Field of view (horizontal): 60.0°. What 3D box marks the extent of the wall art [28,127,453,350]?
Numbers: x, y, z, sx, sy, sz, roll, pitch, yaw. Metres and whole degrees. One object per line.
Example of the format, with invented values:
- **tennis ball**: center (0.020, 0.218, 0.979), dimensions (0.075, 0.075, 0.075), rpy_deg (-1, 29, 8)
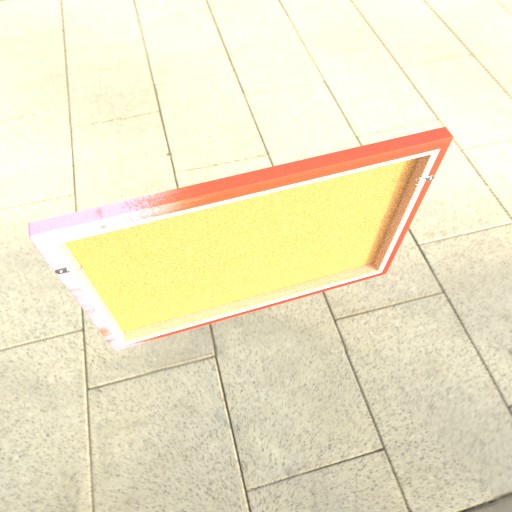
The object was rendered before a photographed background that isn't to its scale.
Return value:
- **wall art**: center (0.000, 0.000, 1.174), dimensions (0.913, 0.609, 0.040), rpy_deg (-15, 59, -9)
